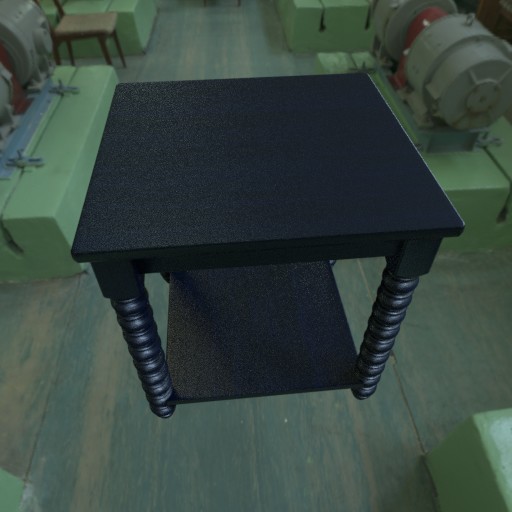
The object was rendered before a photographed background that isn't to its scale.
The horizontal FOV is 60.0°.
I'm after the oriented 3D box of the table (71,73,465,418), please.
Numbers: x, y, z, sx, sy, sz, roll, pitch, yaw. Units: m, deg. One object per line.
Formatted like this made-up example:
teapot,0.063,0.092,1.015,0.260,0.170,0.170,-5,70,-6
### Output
table,0.000,0.000,0.961,0.533,0.567,0.500,-4,46,-4
